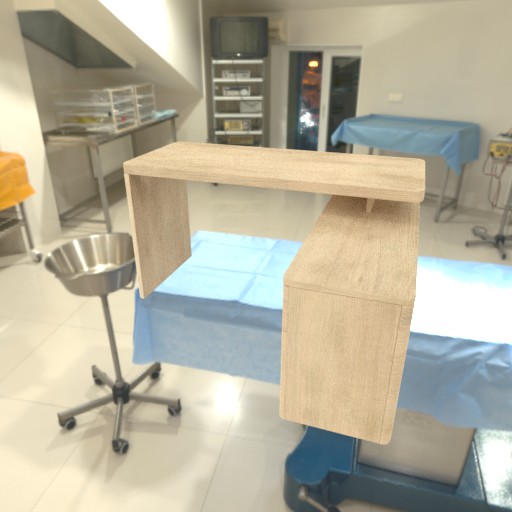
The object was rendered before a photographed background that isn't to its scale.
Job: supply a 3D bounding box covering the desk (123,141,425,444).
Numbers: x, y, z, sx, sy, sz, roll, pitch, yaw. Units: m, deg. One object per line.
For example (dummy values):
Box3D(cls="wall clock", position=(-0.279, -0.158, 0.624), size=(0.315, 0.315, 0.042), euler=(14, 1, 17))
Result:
Box3D(cls="desk", position=(0.000, 0.000, 2.104), size=(1.400, 0.770, 1.175), euler=(8, 27, 17))
